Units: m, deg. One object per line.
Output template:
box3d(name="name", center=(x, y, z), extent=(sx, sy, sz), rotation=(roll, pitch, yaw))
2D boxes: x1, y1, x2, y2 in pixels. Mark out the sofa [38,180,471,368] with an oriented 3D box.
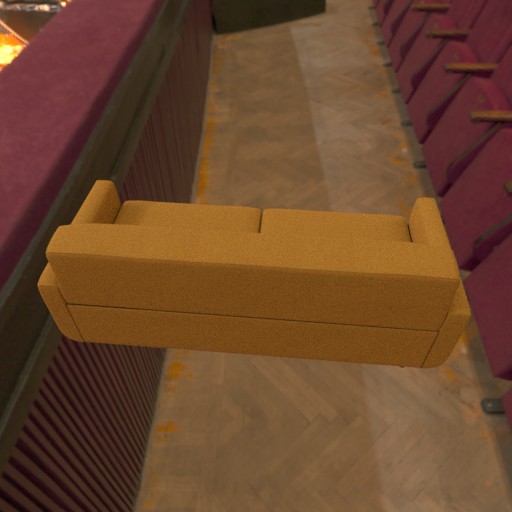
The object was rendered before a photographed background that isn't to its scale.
box3d(name="sofa", center=(0.000, 0.000, 2.469), extent=(2.029, 0.841, 0.909), rotation=(4, 46, 4))
